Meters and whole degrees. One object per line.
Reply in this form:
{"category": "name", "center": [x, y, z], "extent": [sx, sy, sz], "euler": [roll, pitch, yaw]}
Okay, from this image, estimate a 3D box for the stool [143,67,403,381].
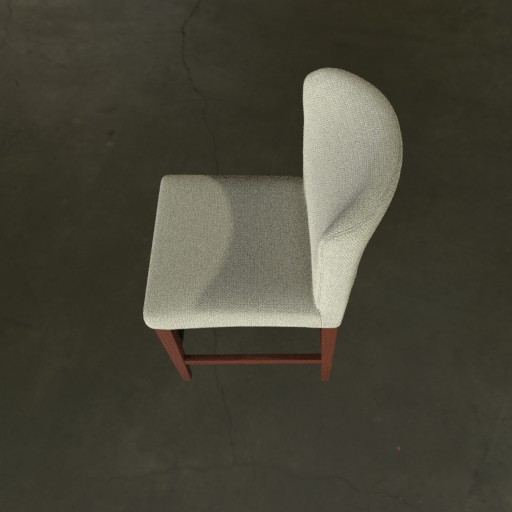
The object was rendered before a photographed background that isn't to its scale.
{"category": "stool", "center": [0.000, 0.000, 1.270], "extent": [0.568, 0.969, 0.481], "euler": [0, 58, 0]}
